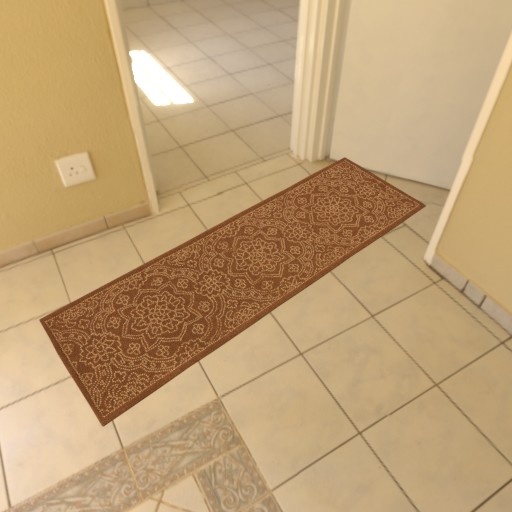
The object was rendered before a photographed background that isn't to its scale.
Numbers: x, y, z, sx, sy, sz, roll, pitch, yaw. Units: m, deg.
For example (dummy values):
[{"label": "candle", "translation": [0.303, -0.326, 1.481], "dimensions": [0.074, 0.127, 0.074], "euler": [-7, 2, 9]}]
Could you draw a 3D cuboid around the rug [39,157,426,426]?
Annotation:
[{"label": "rug", "translation": [0.000, 0.000, 2.747], "dimensions": [2.448, 0.012, 0.769], "euler": [-31, 54, -26]}]
